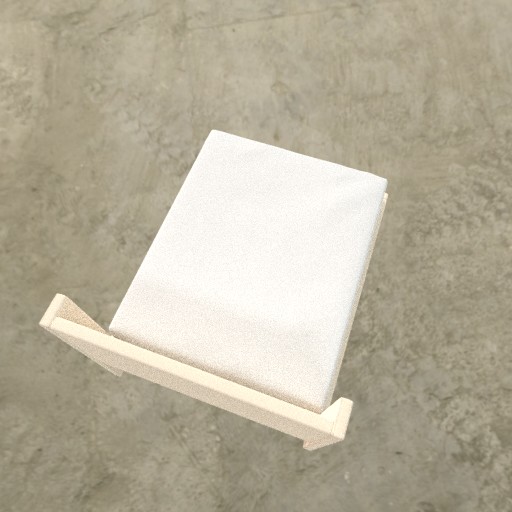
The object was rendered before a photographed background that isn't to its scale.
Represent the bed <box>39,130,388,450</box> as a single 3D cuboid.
[{"bbox_3d":[0.000,0.000,3.460,1.765,1.471,2.280,18,66,8],"label":"bed"}]
